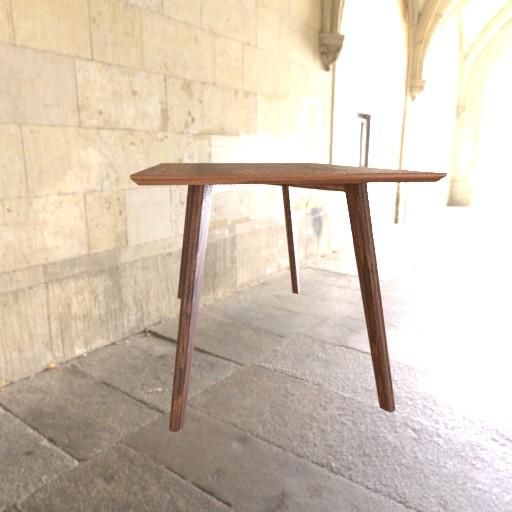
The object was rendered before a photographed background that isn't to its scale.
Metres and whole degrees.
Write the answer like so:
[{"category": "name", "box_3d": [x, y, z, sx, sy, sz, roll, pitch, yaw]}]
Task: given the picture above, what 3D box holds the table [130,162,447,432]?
[{"category": "table", "box_3d": [0.000, 0.000, 1.824, 0.801, 0.724, 1.349, -2, 13, -8]}]
